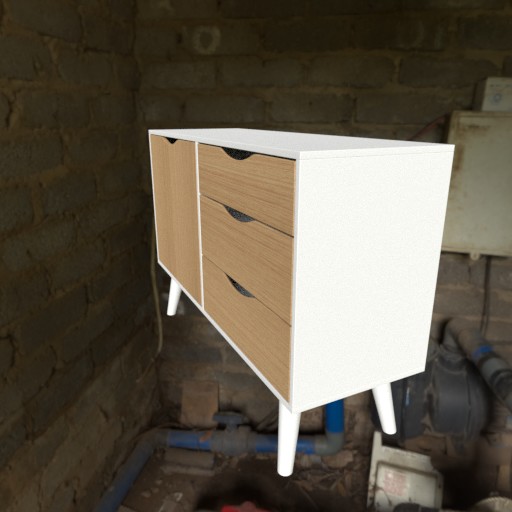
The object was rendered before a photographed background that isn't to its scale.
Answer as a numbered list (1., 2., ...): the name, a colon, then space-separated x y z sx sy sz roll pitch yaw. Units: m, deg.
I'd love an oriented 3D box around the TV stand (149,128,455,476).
1. TV stand: 0.000 0.000 1.542 0.406 0.812 1.193 -9 20 -25
